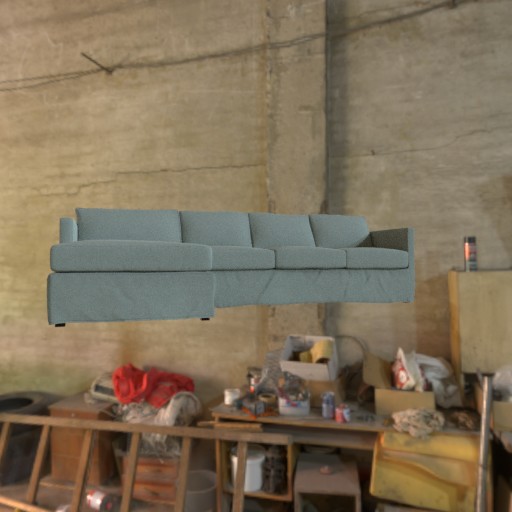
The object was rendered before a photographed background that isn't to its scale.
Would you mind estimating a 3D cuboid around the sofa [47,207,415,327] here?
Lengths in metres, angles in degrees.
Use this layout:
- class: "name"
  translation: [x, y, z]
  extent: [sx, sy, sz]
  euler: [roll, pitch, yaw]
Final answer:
- class: "sofa"
  translation: [0.000, 0.000, 3.873]
  extent: [3.205, 0.922, 1.650]
  euler: [0, -1, -19]
